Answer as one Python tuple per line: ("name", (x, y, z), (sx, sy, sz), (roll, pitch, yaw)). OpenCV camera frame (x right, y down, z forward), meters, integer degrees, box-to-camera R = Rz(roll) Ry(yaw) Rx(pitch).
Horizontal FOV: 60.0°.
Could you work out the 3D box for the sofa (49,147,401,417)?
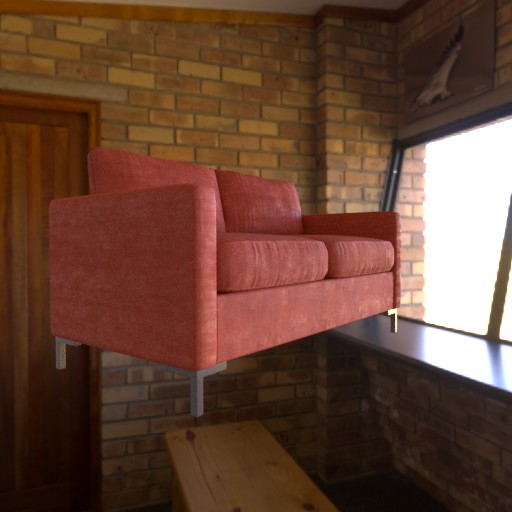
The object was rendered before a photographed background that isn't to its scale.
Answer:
("sofa", (0.000, 0.000, 2.088), (0.864, 0.896, 1.574), (1, 1, 38))
